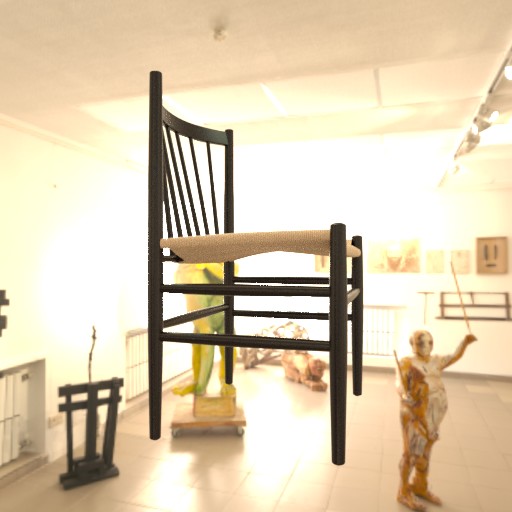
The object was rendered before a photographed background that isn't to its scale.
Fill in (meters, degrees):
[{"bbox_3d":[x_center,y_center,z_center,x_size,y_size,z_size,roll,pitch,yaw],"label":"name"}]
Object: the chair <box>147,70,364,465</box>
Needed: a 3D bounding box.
[{"bbox_3d":[0.000,0.000,1.156,0.516,0.818,0.495,0,-1,17],"label":"chair"}]
